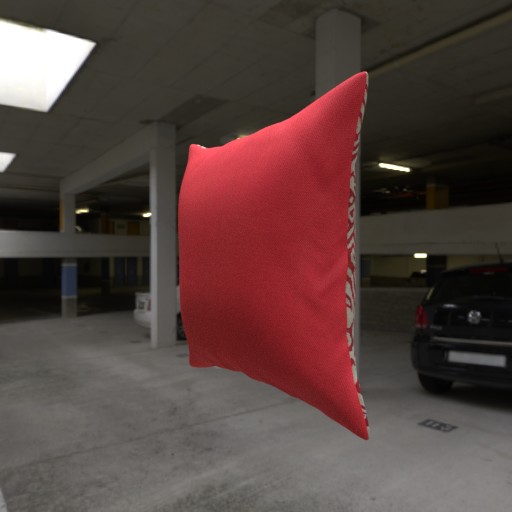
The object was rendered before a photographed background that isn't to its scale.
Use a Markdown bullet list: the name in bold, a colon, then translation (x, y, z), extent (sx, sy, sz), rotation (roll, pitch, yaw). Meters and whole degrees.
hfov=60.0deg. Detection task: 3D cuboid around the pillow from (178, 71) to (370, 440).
- **pillow**: translation (0.000, 0.000, 0.808), extent (0.192, 0.507, 0.522), rotation (0, 1, -35)
